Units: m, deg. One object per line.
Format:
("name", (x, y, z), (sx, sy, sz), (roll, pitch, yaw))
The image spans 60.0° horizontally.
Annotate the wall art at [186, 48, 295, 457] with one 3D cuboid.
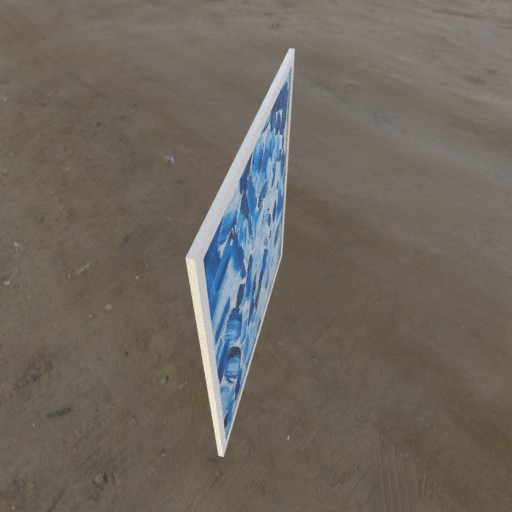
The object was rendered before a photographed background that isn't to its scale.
("wall art", (0.000, 0.000, 1.230), (0.015, 0.812, 0.812), (10, 47, 10))
